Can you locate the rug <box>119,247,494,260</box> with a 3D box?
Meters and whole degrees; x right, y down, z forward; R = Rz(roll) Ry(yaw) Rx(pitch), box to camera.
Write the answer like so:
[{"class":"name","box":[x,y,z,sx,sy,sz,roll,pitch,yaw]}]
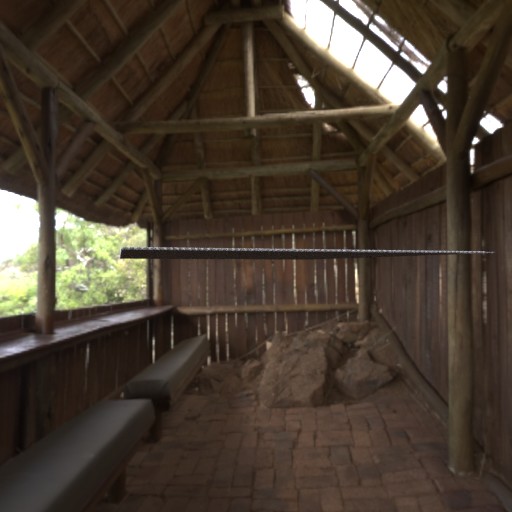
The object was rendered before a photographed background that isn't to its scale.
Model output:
[{"class":"rug","box":[0.000,0.000,3.834,2.256,0.013,2.910,0,-1,-17]}]
